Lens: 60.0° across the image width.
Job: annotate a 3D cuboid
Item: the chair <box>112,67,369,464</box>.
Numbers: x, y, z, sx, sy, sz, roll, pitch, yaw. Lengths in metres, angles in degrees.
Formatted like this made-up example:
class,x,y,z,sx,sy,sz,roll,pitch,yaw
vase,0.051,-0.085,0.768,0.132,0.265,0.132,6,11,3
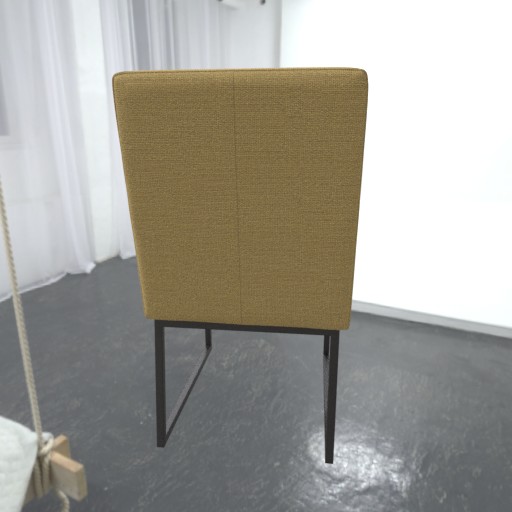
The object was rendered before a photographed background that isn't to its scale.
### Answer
class,x,y,z,sx,sy,sz,roll,pitch,yaw
chair,0.000,0.000,1.264,0.520,0.930,0.634,2,16,7
